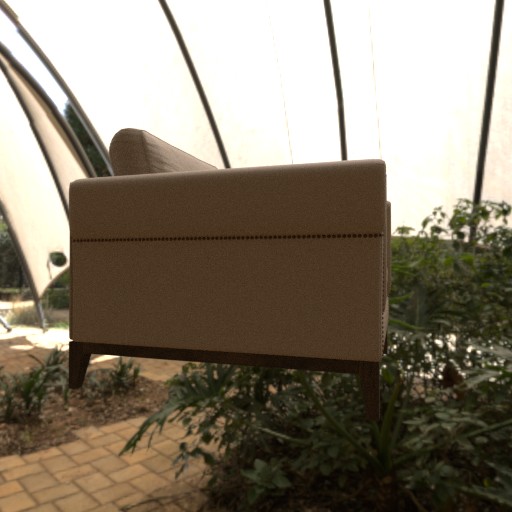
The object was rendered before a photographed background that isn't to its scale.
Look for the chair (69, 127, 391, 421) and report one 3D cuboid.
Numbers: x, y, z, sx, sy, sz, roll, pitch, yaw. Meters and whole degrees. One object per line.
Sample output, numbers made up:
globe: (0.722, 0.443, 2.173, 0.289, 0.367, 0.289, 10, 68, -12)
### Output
chair: (0.000, 0.000, 1.660, 0.959, 0.838, 0.914, 0, -1, 18)
